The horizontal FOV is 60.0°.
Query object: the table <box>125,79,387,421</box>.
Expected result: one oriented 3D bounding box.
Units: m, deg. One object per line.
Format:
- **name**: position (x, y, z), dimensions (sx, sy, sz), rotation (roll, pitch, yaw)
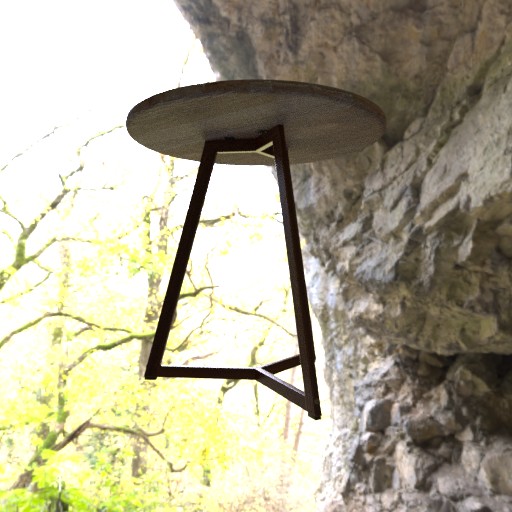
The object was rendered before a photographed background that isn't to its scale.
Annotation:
- **table**: position (0.000, 0.000, 0.881), dimensions (0.500, 0.500, 0.500), rotation (0, -1, 0)
